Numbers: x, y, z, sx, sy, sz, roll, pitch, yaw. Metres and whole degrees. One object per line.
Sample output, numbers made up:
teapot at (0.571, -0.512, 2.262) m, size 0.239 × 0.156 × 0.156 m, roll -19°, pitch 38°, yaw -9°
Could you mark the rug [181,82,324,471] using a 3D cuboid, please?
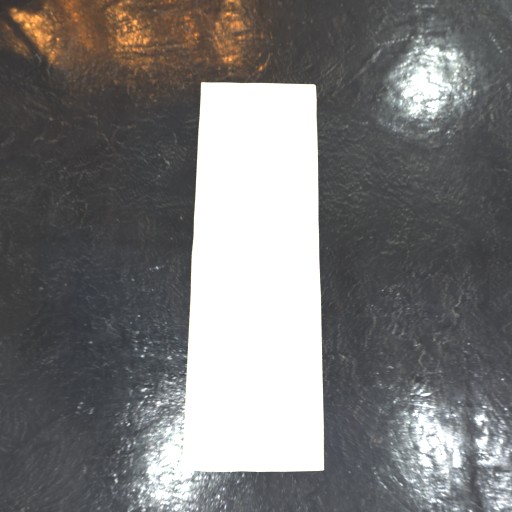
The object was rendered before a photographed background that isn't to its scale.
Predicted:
rug at (0.000, 0.000, 2.739) m, size 0.793 × 0.014 × 2.450 m, roll 1°, pitch 76°, yaw 0°
